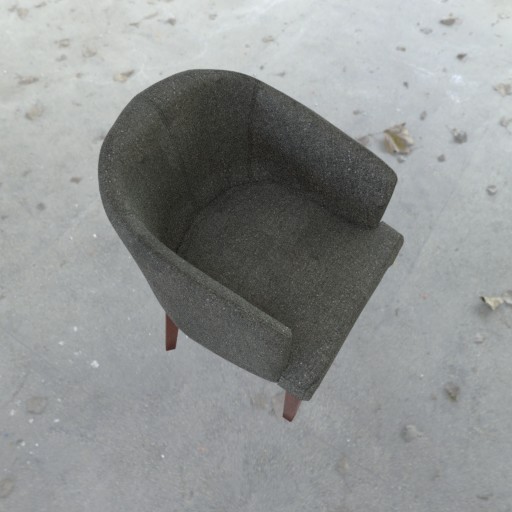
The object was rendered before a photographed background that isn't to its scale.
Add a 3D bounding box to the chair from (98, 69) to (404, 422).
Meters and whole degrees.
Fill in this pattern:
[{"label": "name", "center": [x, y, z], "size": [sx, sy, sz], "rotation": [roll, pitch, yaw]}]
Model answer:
[{"label": "chair", "center": [0.000, 0.000, 1.237], "size": [0.655, 0.811, 0.583], "rotation": [30, 63, 17]}]
